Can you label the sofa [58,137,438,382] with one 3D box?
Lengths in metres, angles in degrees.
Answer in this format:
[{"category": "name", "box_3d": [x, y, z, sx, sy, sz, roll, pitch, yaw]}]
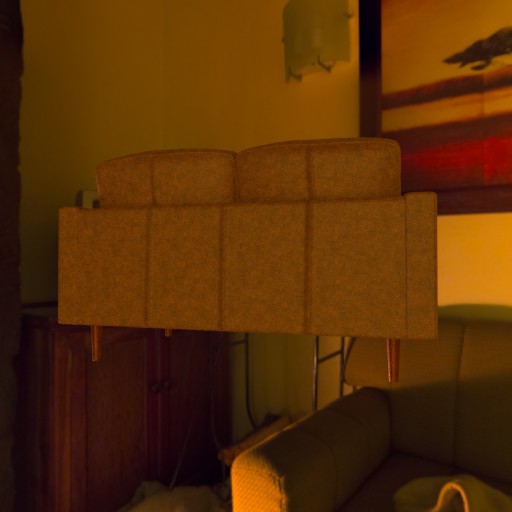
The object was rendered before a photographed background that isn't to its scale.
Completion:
[{"category": "sofa", "box_3d": [0.000, 0.000, 2.189, 1.578, 0.951, 0.909, 0, -1, 16]}]
